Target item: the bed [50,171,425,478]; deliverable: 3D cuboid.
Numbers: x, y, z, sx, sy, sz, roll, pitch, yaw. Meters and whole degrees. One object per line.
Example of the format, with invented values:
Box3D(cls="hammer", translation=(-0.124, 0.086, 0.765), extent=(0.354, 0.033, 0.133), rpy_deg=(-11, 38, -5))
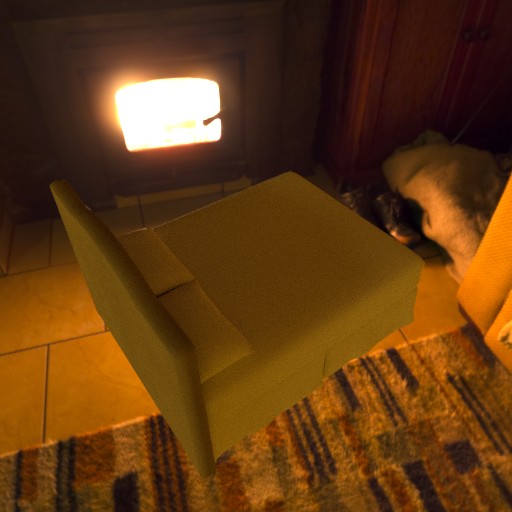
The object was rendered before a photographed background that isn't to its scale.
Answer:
Box3D(cls="bed", translation=(0.000, 0.000, 3.276), extent=(2.128, 1.441, 1.744), rpy_deg=(-27, 50, -26))
